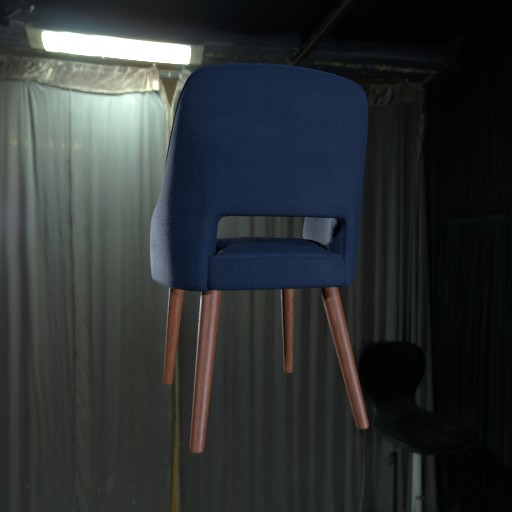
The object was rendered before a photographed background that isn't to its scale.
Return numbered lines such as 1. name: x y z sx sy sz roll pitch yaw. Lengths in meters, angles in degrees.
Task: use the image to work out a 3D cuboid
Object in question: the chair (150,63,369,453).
1. chair: 0.000 0.000 1.238 0.559 0.844 0.591 0 2 -18
